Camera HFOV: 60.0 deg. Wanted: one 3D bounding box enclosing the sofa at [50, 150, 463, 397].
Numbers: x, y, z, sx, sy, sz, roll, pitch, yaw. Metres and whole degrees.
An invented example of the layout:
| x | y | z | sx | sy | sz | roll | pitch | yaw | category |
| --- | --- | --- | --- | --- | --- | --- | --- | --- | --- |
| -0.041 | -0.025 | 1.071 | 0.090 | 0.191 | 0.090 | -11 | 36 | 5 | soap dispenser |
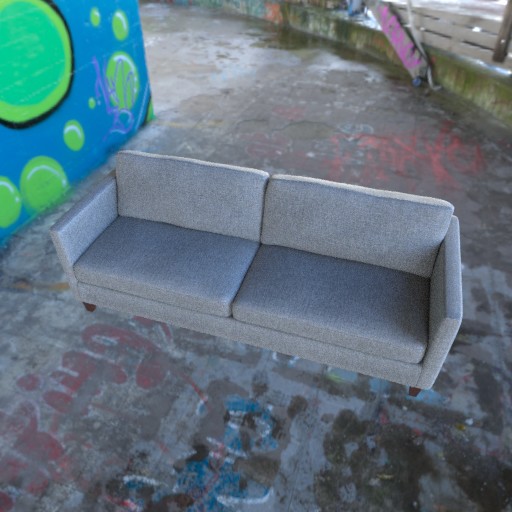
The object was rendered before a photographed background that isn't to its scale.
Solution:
| x | y | z | sx | sy | sz | roll | pitch | yaw | category |
| --- | --- | --- | --- | --- | --- | --- | --- | --- | --- |
| 0.000 | 0.000 | 2.939 | 2.434 | 0.951 | 0.948 | 12 | 43 | 13 | sofa |
